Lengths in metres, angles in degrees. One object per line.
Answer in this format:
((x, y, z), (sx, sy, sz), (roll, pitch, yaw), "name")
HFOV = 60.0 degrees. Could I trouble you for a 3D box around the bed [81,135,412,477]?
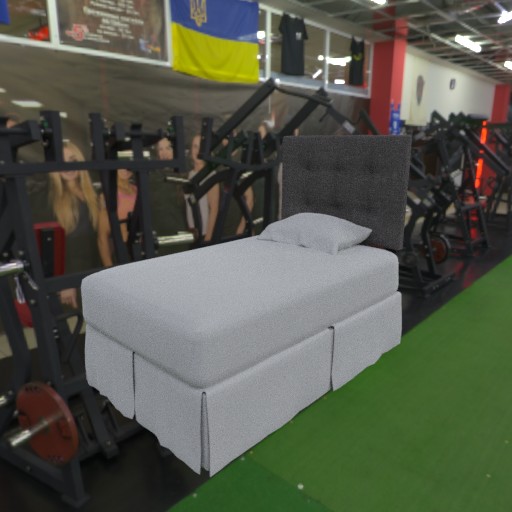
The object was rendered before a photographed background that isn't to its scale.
((0.000, 0.000, 2.964), (1.261, 1.571, 1.997), (14, 20, 42), "bed")
